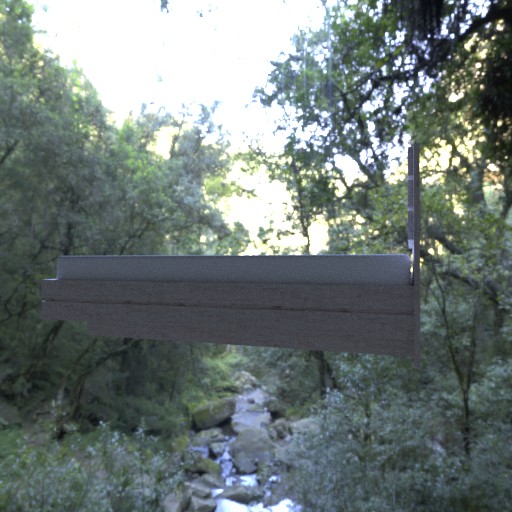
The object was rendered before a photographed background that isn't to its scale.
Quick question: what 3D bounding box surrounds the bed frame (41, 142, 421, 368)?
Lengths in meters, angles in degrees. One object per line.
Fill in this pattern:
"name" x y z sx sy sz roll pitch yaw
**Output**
"bed frame" 0.000 0.000 3.044 2.080 0.970 1.750 0 -1 19
